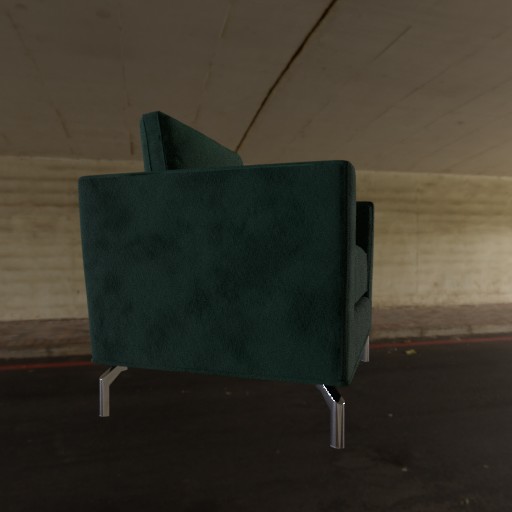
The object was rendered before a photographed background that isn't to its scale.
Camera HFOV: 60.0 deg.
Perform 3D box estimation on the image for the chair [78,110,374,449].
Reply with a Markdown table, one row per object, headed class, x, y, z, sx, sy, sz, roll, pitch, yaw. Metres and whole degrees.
| class | x | y | z | sx | sy | sz | roll | pitch | yaw |
| --- | --- | --- | --- | --- | --- | --- | --- | --- | --- |
| chair | 0.000 | 0.000 | 1.746 | 0.852 | 0.997 | 1.047 | 0 | 1 | 18 |
